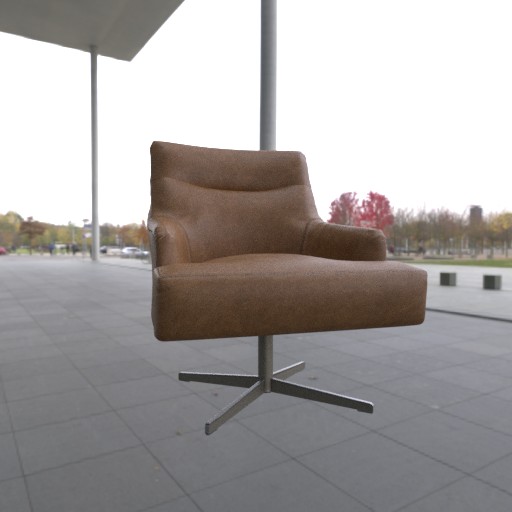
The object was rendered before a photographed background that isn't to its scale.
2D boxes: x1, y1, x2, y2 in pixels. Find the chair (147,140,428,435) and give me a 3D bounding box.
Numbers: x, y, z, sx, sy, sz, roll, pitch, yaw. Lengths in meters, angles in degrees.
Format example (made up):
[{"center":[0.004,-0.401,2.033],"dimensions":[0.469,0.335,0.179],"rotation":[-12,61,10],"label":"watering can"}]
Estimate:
[{"center":[0.000,0.000,1.477],"dimensions":[0.729,0.869,0.874],"rotation":[0,1,-18],"label":"chair"}]
